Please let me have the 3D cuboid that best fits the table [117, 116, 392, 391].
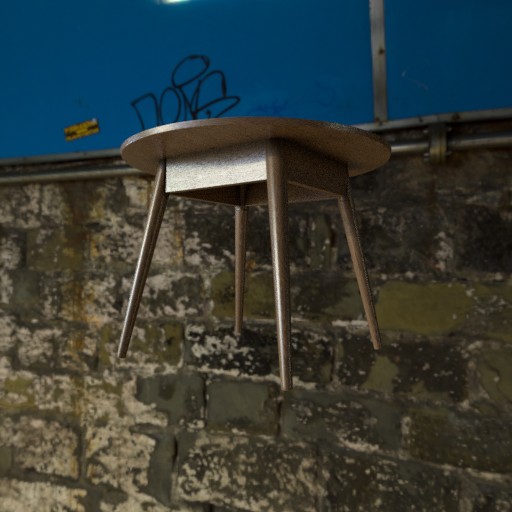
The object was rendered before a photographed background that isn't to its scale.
[{"bbox_3d":[0.000,0.000,1.793,1.053,0.786,1.053,0,-1,0],"label":"table"}]
